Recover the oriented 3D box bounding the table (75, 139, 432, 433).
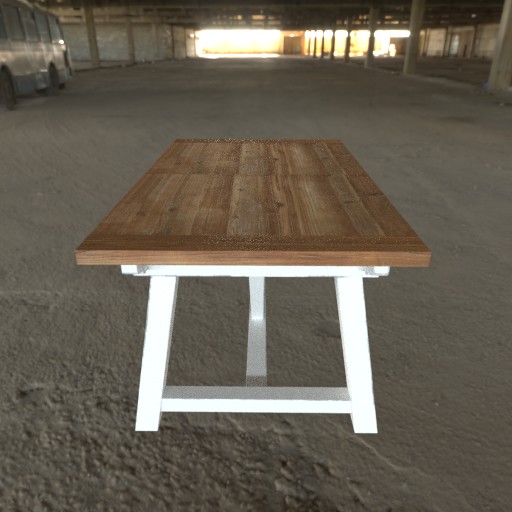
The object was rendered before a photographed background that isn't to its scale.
[{"bbox_3d":[0.000,0.000,1.981,0.922,0.743,1.503,0,25,1],"label":"table"}]
